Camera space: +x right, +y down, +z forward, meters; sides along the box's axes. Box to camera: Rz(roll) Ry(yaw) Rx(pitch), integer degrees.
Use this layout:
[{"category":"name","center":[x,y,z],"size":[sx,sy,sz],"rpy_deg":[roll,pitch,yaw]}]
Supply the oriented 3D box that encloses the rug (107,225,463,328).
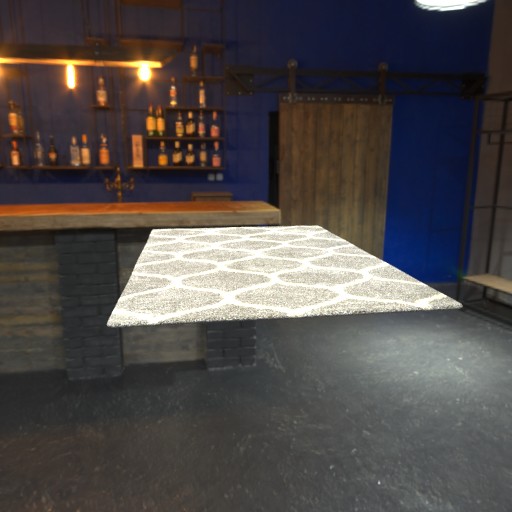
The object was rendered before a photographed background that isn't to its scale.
[{"category":"rug","center":[0.000,0.000,3.478],"size":[1.801,0.026,2.701],"rpy_deg":[-2,13,-8]}]
